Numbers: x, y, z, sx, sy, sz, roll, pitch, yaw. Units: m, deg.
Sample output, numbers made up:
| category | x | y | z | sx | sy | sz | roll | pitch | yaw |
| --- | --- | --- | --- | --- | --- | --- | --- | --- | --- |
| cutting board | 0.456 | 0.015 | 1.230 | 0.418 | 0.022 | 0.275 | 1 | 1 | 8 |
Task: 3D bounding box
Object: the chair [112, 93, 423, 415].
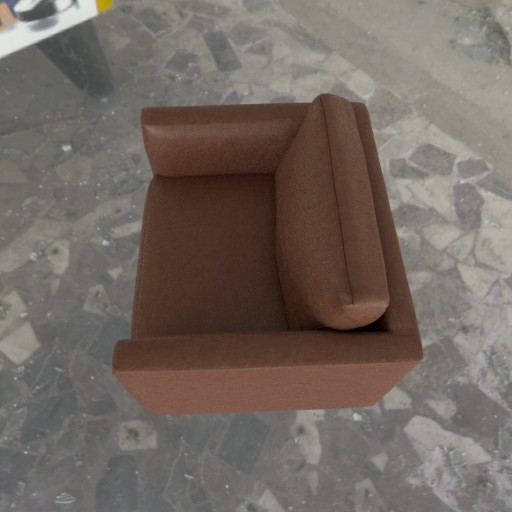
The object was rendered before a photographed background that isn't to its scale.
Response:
| category | x | y | z | sx | sy | sz | roll | pitch | yaw |
| --- | --- | --- | --- | --- | --- | --- | --- | --- | --- |
| chair | 0.000 | 0.000 | 1.786 | 0.959 | 0.917 | 1.107 | -2 | 60 | -1 |
